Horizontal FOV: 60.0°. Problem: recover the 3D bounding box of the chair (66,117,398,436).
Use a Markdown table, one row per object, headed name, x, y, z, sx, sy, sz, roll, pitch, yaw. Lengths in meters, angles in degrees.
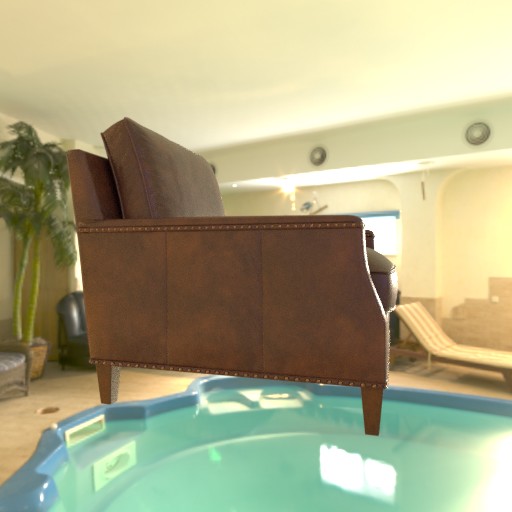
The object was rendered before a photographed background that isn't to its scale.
| name | x | y | z | sx | sy | sz | roll | pitch | yaw |
| --- | --- | --- | --- | --- | --- | --- | --- | --- | --- |
| chair | 0.000 | 0.000 | 1.665 | 1.014 | 0.929 | 0.853 | 0 | 1 | 17 |
